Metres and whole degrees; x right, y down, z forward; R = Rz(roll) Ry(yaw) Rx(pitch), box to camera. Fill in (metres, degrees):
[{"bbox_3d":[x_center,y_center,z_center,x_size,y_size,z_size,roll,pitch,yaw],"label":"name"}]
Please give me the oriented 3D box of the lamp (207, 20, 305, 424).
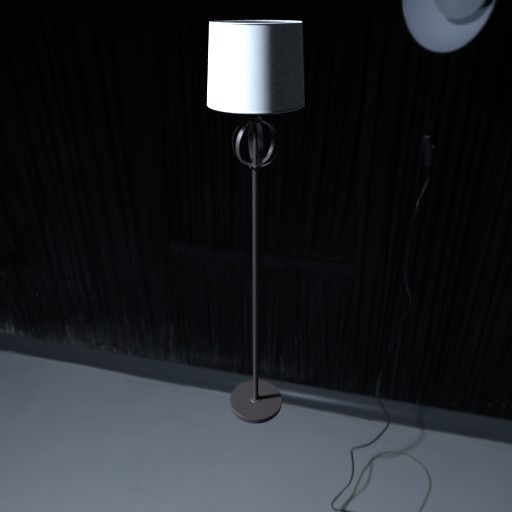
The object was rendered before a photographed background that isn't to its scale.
[{"bbox_3d":[0.000,0.000,1.564,0.286,1.462,0.286,8,30,14],"label":"lamp"}]
